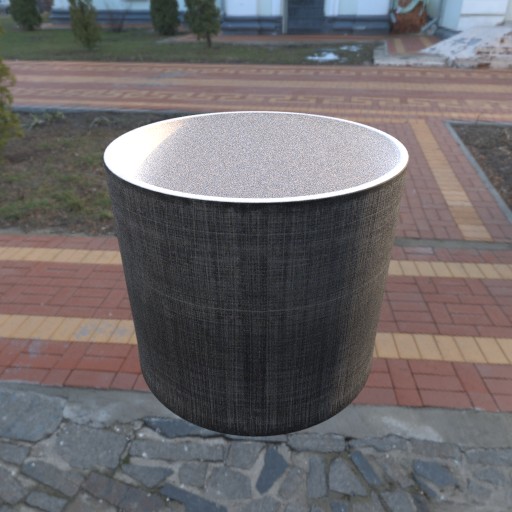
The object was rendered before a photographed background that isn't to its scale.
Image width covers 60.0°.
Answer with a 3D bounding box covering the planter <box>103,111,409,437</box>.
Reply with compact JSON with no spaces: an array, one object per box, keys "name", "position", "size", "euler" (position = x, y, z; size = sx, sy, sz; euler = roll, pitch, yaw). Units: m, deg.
[{"name":"planter","position":[0.000,0.000,0.308],"size":[0.178,0.157,0.178],"euler":[0,30,0]}]
